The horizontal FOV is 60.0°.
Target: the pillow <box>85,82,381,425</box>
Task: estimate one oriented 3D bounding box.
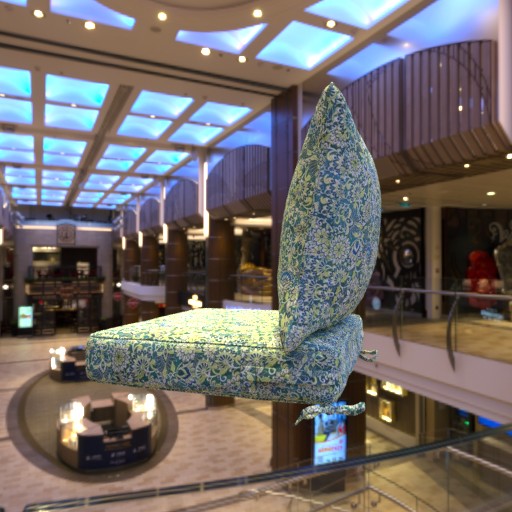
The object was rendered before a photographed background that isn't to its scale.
[{"bbox_3d":[0.000,0.000,1.357,0.740,0.722,0.798,0,-1,18],"label":"pillow"}]
